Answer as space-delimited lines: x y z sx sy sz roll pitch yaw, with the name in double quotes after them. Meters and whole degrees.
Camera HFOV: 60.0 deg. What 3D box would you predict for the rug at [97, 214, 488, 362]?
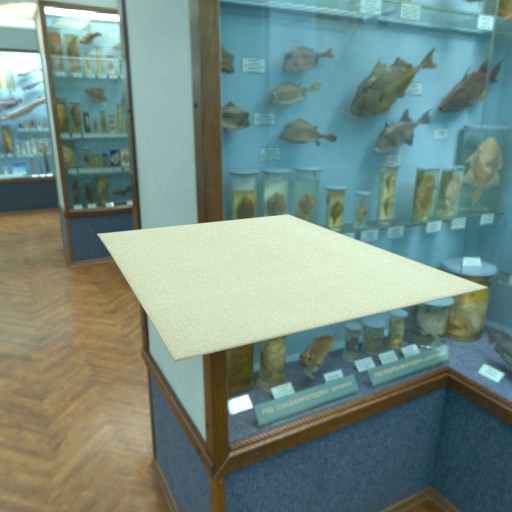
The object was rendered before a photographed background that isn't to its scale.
0.000 0.000 4.154 2.462 0.018 3.039 -8 19 -25 "rug"
